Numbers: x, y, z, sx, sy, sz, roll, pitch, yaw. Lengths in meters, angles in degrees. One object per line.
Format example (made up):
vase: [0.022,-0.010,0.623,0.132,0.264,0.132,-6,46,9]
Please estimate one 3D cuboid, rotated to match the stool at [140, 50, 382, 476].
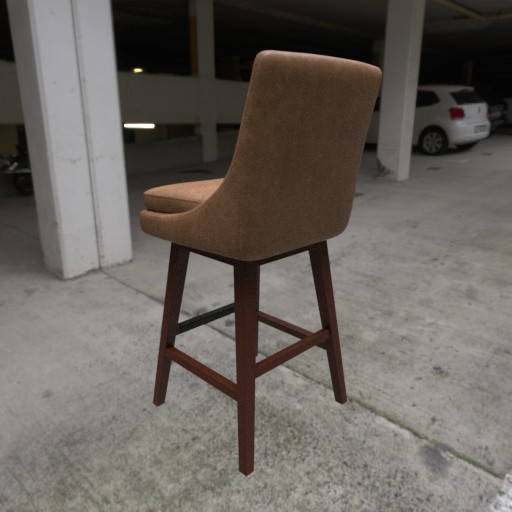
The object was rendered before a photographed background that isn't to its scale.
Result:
stool: [0.000,0.000,1.366,0.487,1.079,0.572,-16,23,-42]
